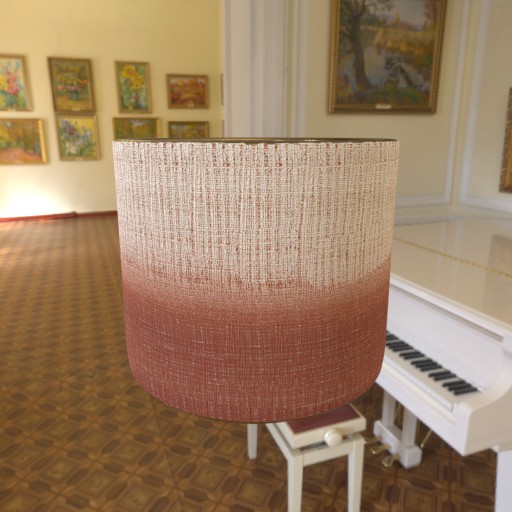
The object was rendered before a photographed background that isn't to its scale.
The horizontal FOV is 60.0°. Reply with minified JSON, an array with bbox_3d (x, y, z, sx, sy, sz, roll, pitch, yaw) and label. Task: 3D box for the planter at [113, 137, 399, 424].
[{"bbox_3d":[0.000,0.000,0.431,0.254,0.221,0.254,0,15,0],"label":"planter"}]
